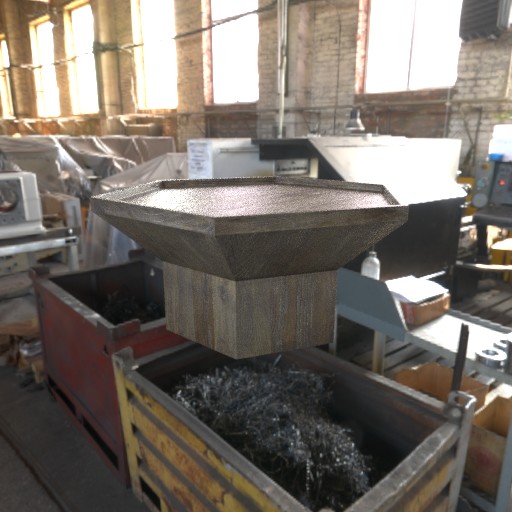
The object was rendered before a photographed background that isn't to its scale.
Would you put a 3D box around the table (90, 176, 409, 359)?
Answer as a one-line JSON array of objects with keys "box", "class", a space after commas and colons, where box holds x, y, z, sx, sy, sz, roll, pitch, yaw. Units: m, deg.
[{"box": [0.000, 0.000, 1.645, 0.966, 0.488, 1.115, 3, 15, 10], "class": "table"}]
